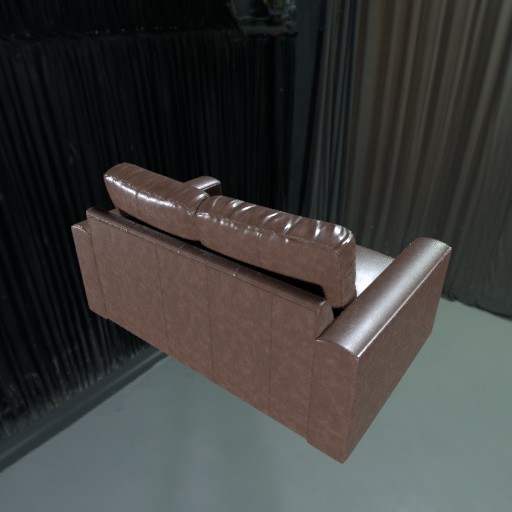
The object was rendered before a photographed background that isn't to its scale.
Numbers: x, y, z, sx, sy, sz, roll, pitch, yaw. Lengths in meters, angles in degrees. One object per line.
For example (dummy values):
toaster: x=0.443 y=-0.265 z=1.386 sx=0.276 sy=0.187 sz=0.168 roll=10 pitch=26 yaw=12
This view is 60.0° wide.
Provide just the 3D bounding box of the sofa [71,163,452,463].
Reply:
sofa: x=0.000 y=0.000 z=2.237 sx=1.616 sy=0.873 sz=1.016 roll=21 pitch=36 yaw=32
